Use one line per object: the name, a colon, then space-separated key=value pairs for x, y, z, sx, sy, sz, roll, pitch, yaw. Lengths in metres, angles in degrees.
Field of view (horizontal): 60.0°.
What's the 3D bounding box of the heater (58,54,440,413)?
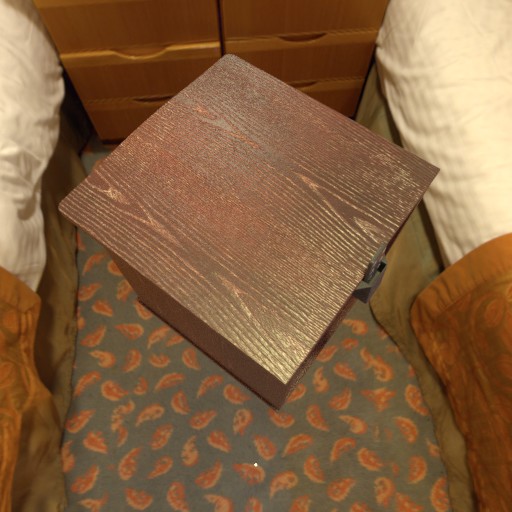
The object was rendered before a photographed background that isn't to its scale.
heater: x=0.000 y=0.000 z=0.776 sx=0.400 sy=0.481 sz=0.362 roll=35 pitch=69 yaw=15
